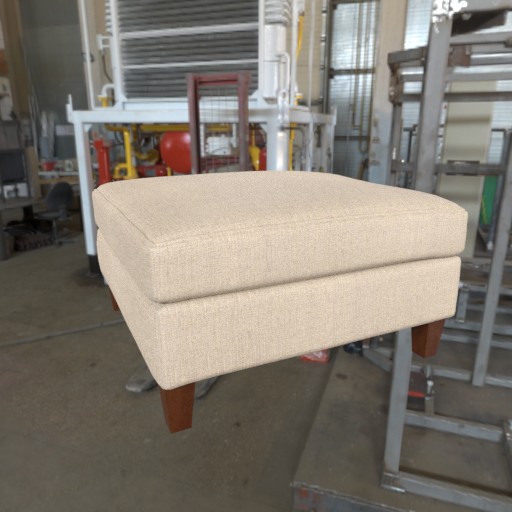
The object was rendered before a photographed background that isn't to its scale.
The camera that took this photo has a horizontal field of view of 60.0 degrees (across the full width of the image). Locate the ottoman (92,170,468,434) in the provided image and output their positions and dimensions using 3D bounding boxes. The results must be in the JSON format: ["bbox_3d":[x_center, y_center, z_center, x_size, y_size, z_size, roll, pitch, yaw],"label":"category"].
[{"bbox_3d":[0.000,0.000,1.350,0.838,0.481,0.838,-8,18,-25],"label":"ottoman"}]
